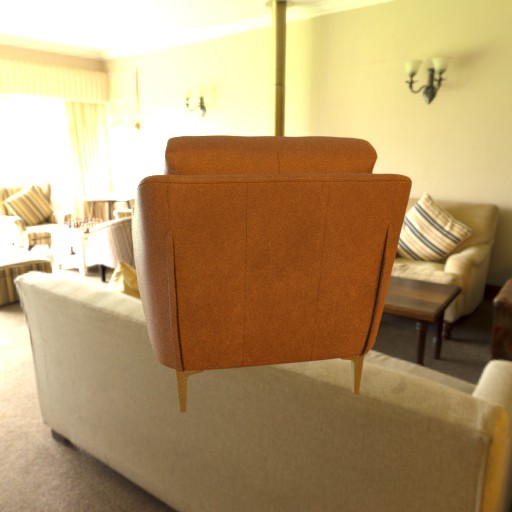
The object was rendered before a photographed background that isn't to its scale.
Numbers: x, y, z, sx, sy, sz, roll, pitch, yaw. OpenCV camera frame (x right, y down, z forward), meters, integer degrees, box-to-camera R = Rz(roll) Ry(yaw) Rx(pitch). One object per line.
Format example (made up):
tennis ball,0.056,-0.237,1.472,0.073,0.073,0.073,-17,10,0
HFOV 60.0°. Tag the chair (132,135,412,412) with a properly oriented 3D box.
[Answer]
chair,0.000,0.000,1.731,0.988,0.895,0.963,-3,14,-10
